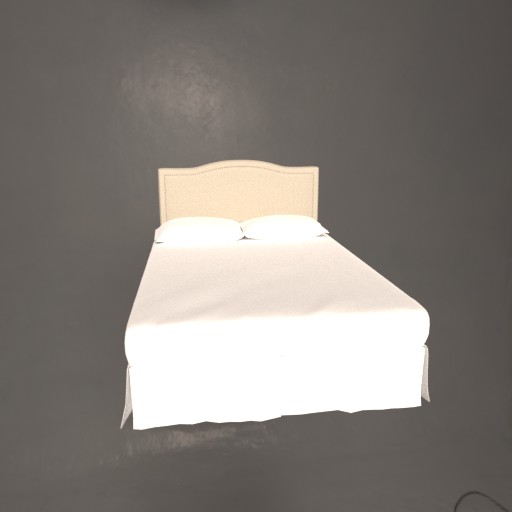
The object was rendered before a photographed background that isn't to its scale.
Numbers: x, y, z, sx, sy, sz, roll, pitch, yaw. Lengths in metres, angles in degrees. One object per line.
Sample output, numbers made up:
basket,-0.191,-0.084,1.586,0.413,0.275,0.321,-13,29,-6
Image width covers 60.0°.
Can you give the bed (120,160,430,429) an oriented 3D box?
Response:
bed,0.000,0.000,3.718,1.977,1.437,2.477,-2,16,-8
